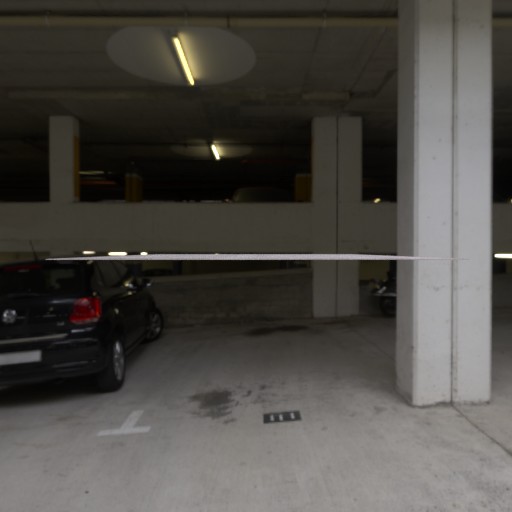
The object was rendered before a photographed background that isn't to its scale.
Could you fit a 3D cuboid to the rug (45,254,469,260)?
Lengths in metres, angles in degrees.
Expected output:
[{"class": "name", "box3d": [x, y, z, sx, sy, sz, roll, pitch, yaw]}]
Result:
[{"class": "rug", "box3d": [0.000, 0.000, 3.927, 2.391, 0.005, 2.880, 0, 1, -1]}]
